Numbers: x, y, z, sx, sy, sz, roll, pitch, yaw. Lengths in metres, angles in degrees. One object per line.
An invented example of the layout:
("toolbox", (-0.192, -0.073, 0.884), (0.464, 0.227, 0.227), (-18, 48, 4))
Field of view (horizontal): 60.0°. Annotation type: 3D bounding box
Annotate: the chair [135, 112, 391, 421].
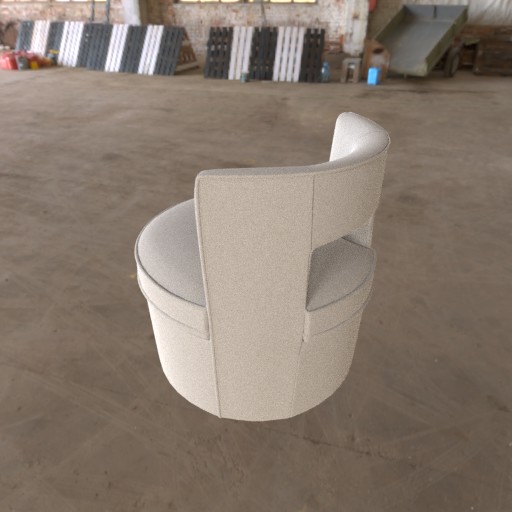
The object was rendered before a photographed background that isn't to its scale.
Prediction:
("chair", (0.000, 0.000, 1.253), (0.665, 0.723, 0.650), (21, 37, 31))
